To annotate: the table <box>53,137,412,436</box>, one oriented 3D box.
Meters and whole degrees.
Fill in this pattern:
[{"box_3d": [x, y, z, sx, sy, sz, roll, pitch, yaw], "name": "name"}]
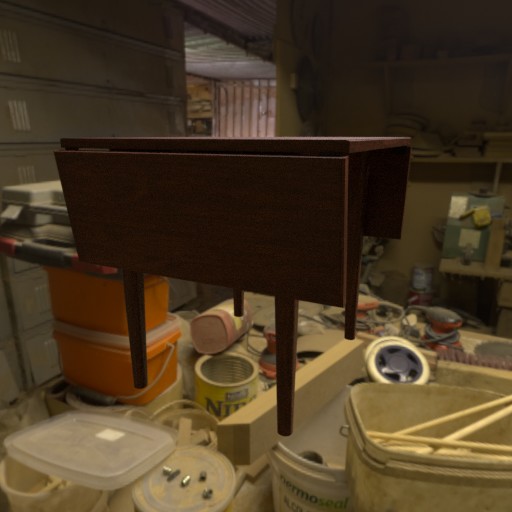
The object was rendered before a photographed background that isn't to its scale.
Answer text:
[{"box_3d": [0.000, 0.000, 1.479, 0.812, 0.763, 0.843, 8, 17, 26], "name": "table"}]
